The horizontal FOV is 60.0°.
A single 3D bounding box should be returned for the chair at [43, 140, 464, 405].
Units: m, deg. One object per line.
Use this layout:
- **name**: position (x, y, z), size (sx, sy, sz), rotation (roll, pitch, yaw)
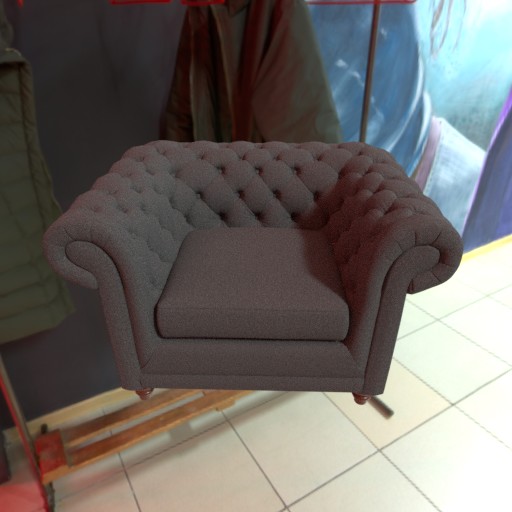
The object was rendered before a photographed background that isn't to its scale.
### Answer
- **chair**: position (0.000, 0.000, 1.843), size (1.270, 0.770, 0.976), rotation (1, 29, 1)
